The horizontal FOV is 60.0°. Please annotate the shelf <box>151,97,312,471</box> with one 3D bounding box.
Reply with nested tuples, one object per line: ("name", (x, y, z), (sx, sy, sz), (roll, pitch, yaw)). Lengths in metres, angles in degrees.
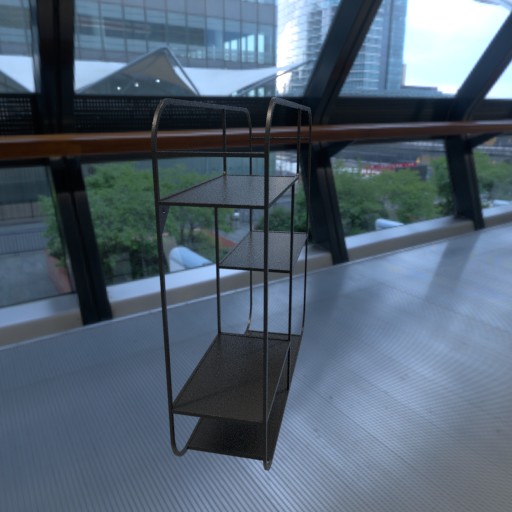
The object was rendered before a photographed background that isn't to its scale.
("shelf", (0.000, 0.000, 0.926), (0.160, 0.600, 0.600), (4, 17, 12))
